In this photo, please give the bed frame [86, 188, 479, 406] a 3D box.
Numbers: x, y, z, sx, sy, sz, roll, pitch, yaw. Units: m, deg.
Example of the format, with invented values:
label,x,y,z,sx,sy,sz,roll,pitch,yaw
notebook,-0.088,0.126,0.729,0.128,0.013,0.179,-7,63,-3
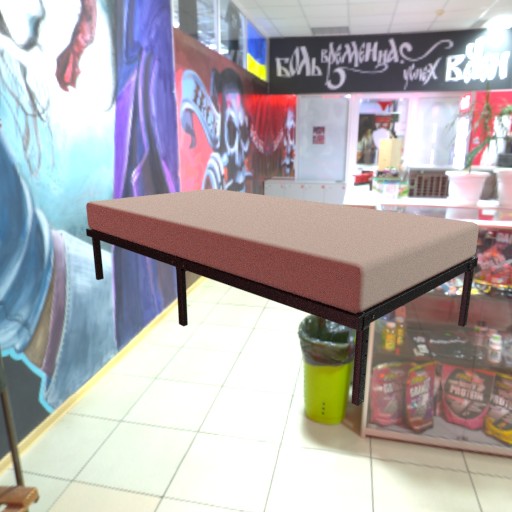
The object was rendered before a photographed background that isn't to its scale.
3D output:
label,x,y,z,sx,sy,sz,roll,pitch,yaw
bed frame,0.000,0.000,3.280,1.393,0.680,2.635,-15,21,-43
